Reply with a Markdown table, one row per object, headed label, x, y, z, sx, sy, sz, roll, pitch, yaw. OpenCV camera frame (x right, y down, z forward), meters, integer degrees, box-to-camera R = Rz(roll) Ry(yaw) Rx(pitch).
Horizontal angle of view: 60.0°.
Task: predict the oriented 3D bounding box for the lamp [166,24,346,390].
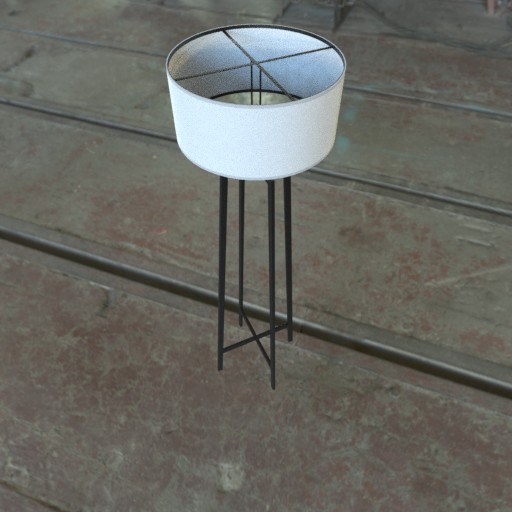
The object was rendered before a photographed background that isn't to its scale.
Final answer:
| label | x | y | z | sx | sy | sz | roll | pitch | yaw |
| --- | --- | --- | --- | --- | --- | --- | --- | --- | --- |
| lamp | 0.000 | 0.000 | 1.697 | 0.456 | 1.510 | 0.457 | -19 | 51 | -16 |
